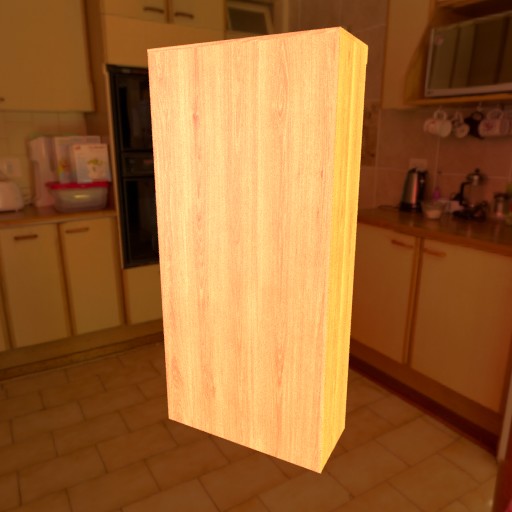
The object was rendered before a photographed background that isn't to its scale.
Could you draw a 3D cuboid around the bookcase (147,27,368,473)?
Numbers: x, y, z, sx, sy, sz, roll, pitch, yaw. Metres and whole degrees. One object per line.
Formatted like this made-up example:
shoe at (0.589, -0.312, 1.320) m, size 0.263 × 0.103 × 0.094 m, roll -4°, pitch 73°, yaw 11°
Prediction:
bookcase at (0.000, 0.000, 2.338) m, size 0.950 × 2.020 × 0.420 m, roll 8°, pitch 17°, yaw 27°
